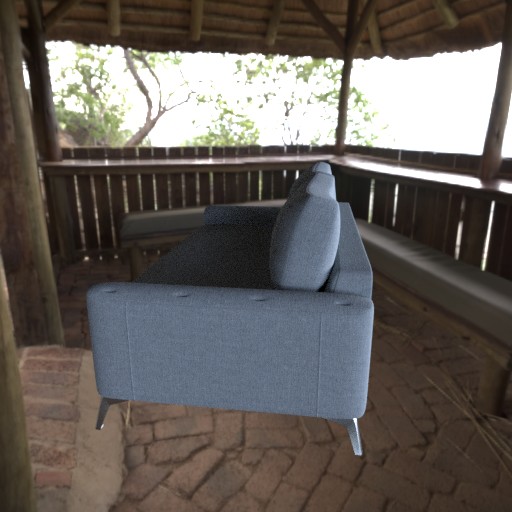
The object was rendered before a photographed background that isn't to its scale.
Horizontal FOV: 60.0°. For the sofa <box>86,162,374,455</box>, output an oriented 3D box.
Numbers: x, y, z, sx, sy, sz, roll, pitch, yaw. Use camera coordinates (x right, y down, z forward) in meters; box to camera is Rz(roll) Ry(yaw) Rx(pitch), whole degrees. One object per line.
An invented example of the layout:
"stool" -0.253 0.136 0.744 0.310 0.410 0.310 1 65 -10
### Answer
"sofa" 0.000 0.000 2.104 0.920 0.790 1.650 2 16 8
